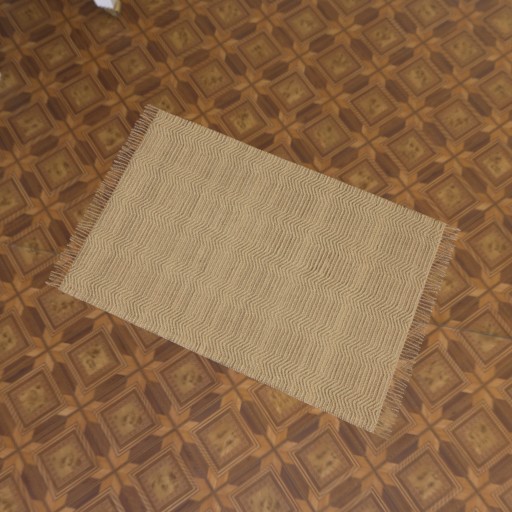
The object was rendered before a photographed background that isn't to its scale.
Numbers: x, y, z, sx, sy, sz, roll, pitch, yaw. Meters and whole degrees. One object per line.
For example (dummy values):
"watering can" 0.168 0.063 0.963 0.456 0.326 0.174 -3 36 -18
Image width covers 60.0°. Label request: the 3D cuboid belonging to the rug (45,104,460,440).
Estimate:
"rug" 0.000 0.000 2.476 2.021 0.027 1.224 23 77 6
